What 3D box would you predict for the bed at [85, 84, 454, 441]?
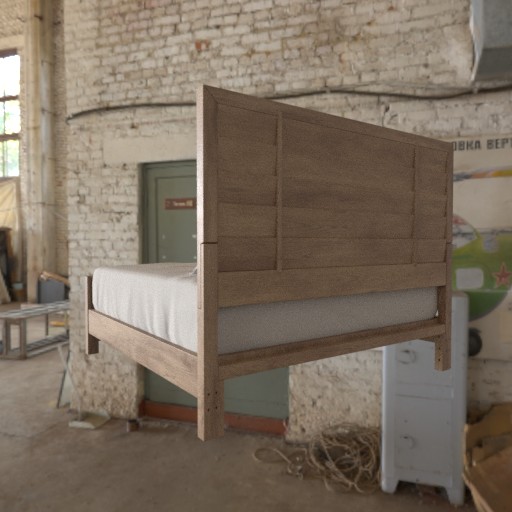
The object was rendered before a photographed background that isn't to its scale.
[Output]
[{"bbox_3d":[0.000,0.000,3.424,2.032,1.626,2.032,-1,2,-36],"label":"bed"}]
